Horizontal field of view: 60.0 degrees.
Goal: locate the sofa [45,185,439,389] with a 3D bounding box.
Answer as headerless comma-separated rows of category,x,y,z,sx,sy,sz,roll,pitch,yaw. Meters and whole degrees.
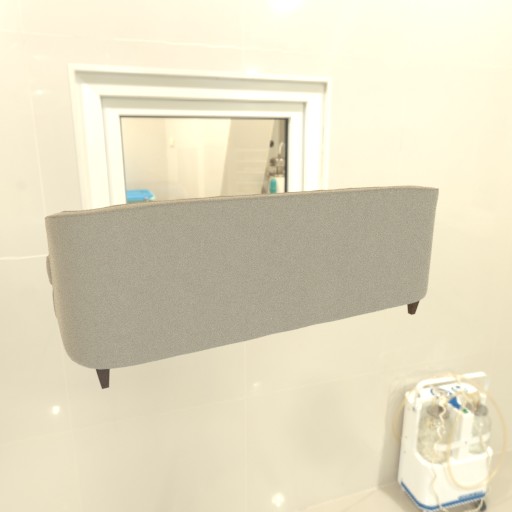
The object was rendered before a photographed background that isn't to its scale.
sofa,0.000,0.000,2.682,2.278,0.855,0.941,-8,17,-26
